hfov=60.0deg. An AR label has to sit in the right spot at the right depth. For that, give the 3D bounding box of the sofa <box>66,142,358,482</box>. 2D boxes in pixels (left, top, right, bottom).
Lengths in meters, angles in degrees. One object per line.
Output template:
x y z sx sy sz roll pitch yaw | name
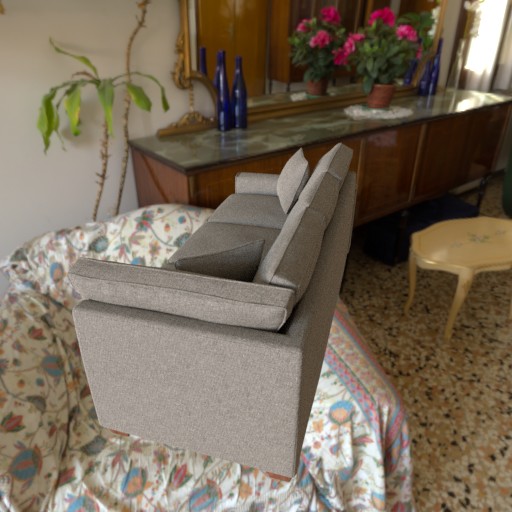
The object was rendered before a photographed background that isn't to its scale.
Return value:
0.000 0.000 2.813 1.061 0.962 2.317 8 30 14 | sofa
